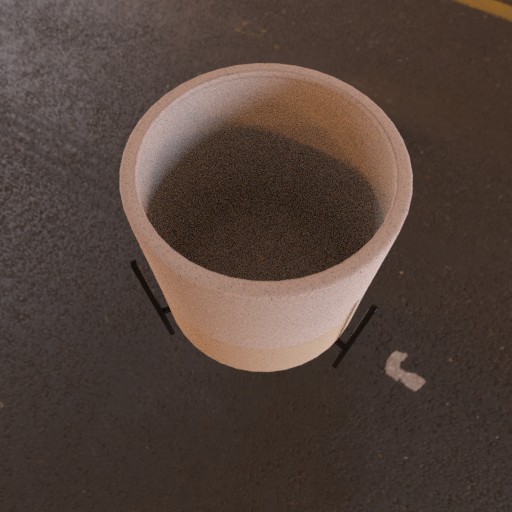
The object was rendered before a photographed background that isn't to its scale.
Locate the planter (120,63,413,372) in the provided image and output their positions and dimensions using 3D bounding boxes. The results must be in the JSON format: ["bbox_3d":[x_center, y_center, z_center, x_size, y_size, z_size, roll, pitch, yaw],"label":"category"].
[{"bbox_3d":[0.000,0.000,0.655,0.335,0.423,0.313,-17,64,-9],"label":"planter"}]
